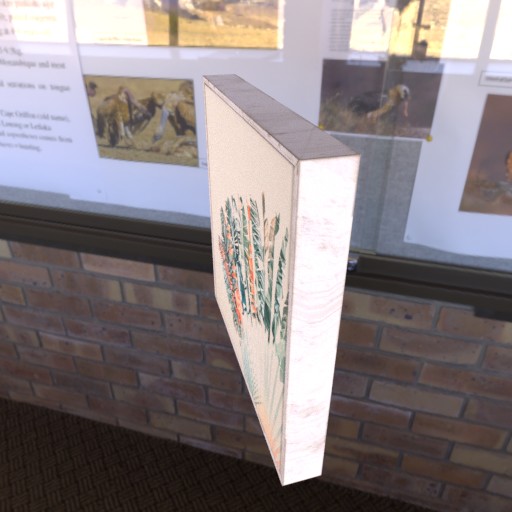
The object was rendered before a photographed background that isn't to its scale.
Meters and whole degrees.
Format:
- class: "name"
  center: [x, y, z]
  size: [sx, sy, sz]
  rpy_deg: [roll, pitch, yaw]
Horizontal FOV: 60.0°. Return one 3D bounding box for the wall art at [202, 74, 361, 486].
- class: "wall art"
  center: [0.000, 0.000, 0.453]
  size: [0.038, 0.303, 0.305]
  rpy_deg: [-8, 32, -14]
